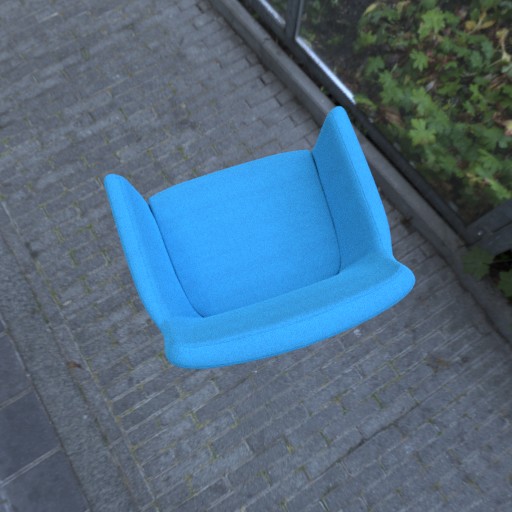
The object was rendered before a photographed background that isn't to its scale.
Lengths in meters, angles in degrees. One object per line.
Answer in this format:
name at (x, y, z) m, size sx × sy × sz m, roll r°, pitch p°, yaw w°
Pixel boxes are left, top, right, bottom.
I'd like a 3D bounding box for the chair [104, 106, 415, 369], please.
chair at (0.000, 0.000, 1.175) m, size 0.570 × 0.780 × 0.540 m, roll -18°, pitch 76°, yaw -5°
